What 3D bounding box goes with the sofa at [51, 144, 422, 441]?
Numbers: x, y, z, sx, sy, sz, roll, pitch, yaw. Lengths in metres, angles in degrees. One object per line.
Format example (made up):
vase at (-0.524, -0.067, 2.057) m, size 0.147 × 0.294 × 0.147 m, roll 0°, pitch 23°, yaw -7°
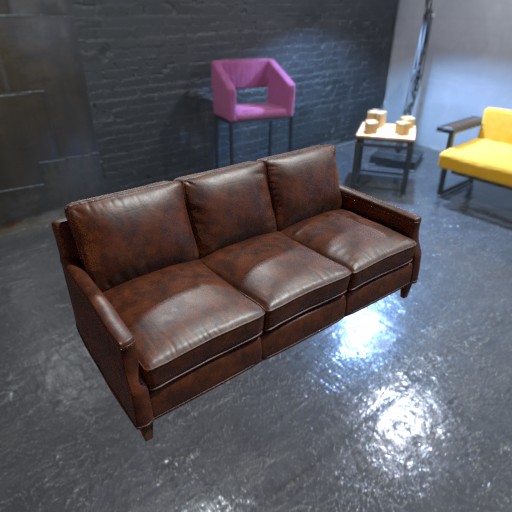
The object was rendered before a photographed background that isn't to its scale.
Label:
sofa at (0.000, 0.000, 2.914) m, size 2.240 × 1.003 × 1.084 m, roll -21°, pitch 36°, yaw -31°
